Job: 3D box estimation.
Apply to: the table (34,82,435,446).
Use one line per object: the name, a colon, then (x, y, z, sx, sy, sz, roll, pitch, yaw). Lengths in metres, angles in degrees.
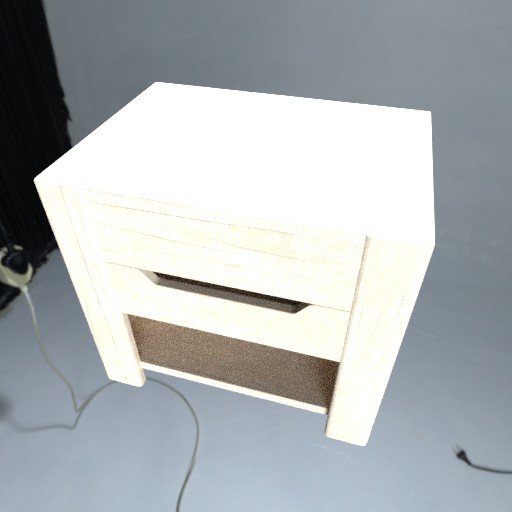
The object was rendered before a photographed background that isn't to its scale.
table: (0.000, 0.000, 0.913, 0.570, 0.510, 0.420, 11, 42, 12)
